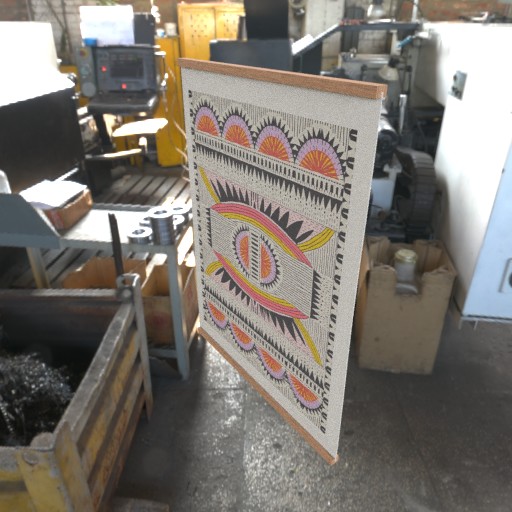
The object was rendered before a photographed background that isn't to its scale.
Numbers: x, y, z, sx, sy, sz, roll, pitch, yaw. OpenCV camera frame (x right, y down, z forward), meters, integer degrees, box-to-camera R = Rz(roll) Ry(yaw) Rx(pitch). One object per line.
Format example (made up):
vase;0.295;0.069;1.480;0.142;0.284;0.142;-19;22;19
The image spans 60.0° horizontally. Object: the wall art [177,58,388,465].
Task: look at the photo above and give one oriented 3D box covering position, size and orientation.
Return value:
wall art;0.000;0.000;1.296;0.028;1.016;0.765;-19;34;-31
